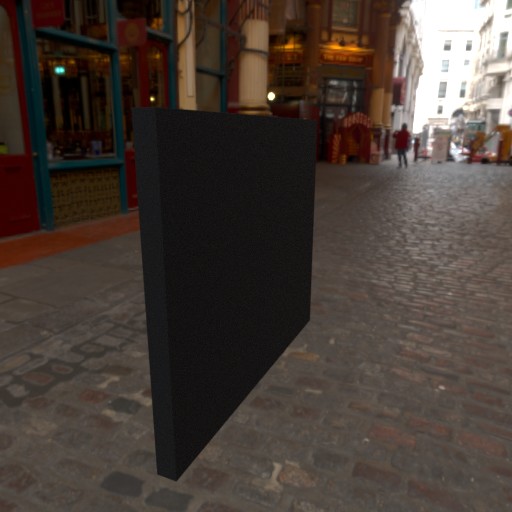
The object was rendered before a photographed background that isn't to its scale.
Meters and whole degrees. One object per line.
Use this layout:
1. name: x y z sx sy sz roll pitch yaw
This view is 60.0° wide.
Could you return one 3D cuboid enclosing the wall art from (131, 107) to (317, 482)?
1. wall art: 0.000 0.000 0.759 0.031 0.457 0.558 7 17 24
